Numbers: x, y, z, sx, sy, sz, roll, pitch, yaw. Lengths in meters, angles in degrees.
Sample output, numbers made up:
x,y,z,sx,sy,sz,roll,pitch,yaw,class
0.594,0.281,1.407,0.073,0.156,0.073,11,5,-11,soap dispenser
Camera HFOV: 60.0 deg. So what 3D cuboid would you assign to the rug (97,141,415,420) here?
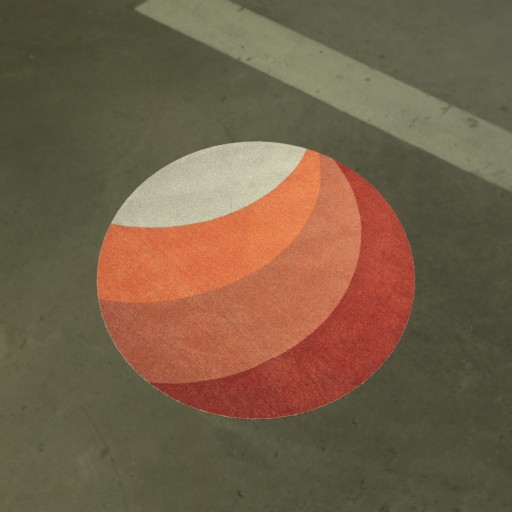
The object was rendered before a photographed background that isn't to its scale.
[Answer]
x,y,z,sx,sy,sz,roll,pitch,yaw,class
0.000,0.000,2.145,1.514,0.015,1.514,0,59,0,rug
